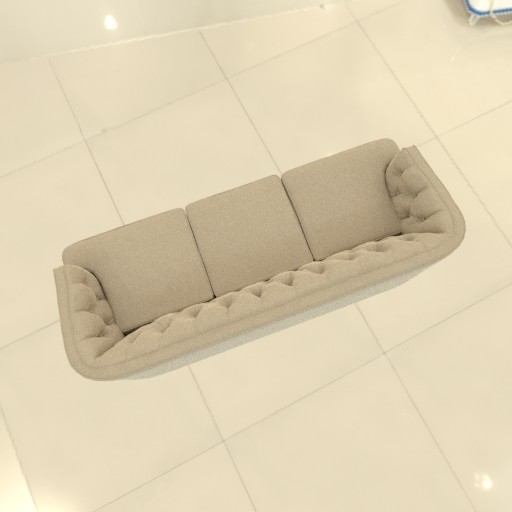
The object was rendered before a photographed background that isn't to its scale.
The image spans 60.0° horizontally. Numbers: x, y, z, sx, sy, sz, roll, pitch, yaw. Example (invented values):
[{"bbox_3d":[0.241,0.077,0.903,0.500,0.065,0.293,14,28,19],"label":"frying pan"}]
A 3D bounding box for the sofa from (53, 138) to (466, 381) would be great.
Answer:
[{"bbox_3d":[0.000,0.000,2.781,2.278,0.855,0.941,-20,76,-5],"label":"sofa"}]
